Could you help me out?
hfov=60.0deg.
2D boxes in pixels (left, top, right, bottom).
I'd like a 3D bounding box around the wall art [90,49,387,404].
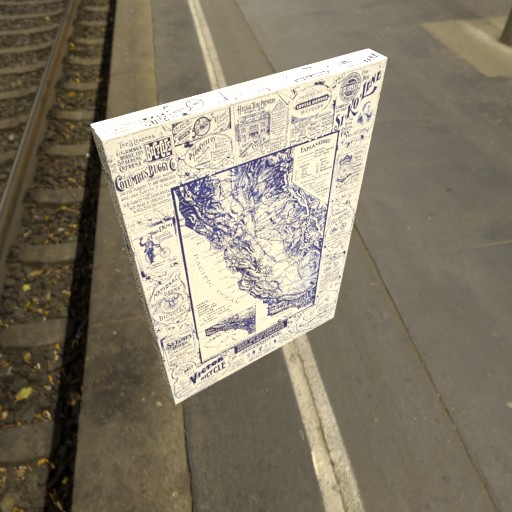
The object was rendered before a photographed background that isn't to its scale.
[{"bbox_3d":[0.000,0.000,0.479,0.255,0.376,0.025,-24,50,-22],"label":"wall art"}]
